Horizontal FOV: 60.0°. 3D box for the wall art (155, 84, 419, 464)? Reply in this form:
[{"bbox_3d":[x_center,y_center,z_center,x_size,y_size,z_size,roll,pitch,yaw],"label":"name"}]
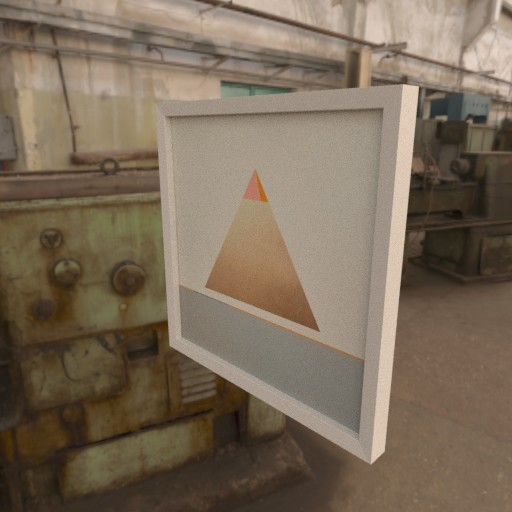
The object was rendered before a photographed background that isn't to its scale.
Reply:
[{"bbox_3d":[0.000,0.000,1.906,0.098,1.291,1.289,-15,22,-42],"label":"wall art"}]
